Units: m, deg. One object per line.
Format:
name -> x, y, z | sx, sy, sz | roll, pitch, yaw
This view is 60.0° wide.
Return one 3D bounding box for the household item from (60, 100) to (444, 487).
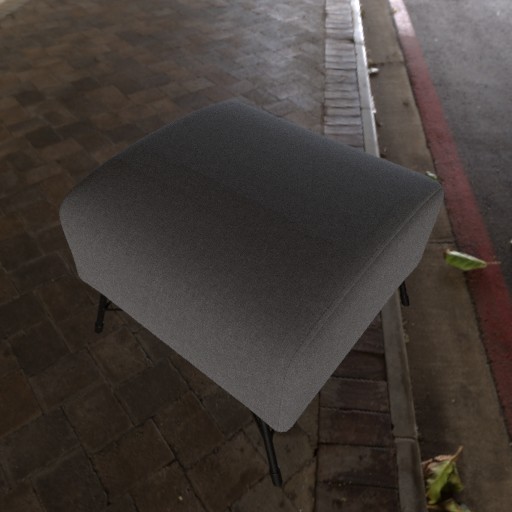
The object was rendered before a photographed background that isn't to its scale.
household item -> 0.000, 0.000, 0.890 | 0.530, 0.410, 0.530 | 30, 53, 26
